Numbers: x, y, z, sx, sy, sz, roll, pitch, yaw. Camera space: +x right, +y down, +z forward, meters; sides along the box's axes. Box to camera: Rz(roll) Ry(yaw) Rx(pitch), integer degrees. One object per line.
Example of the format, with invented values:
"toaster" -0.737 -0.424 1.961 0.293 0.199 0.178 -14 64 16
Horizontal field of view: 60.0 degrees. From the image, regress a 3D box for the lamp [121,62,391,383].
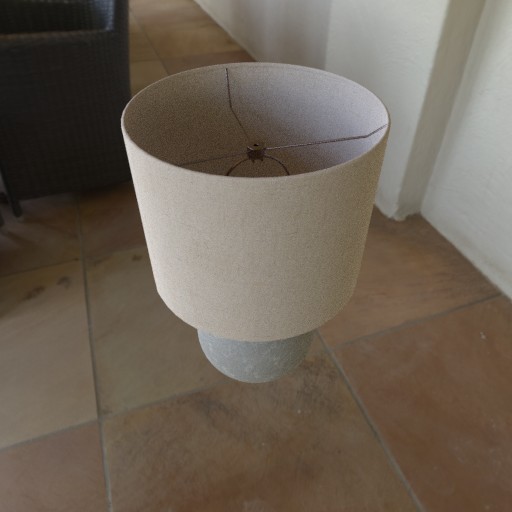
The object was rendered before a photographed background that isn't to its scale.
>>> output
"lamp" 0.000 0.000 0.589 0.269 0.409 0.269 -11 43 -12
